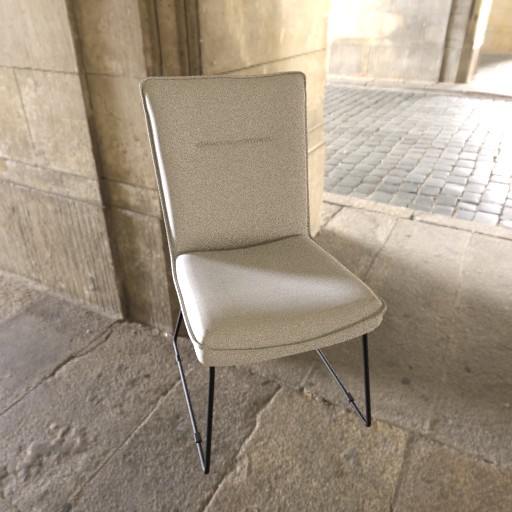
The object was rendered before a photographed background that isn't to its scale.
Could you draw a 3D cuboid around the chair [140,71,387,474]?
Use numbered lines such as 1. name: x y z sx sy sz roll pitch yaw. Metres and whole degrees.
1. chair: 0.000 0.000 1.312 0.515 0.930 0.688 -9 31 -15
